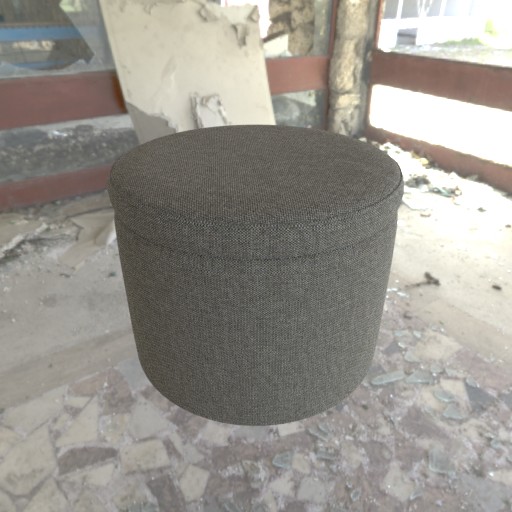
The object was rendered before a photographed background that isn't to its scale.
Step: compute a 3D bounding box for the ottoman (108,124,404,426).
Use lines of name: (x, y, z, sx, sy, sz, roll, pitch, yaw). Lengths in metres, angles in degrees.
ottoman: (0.000, 0.000, 0.894, 0.520, 0.430, 0.520, 0, 30, 0)
